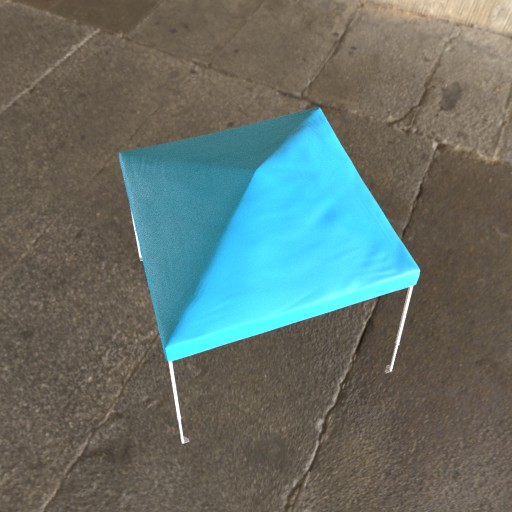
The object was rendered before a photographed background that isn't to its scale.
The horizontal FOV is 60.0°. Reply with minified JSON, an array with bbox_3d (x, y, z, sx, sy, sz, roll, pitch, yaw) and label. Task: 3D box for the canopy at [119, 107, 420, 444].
[{"bbox_3d":[0.000,0.000,5.152,2.849,2.849,2.848,-16,59,-10],"label":"canopy"}]
